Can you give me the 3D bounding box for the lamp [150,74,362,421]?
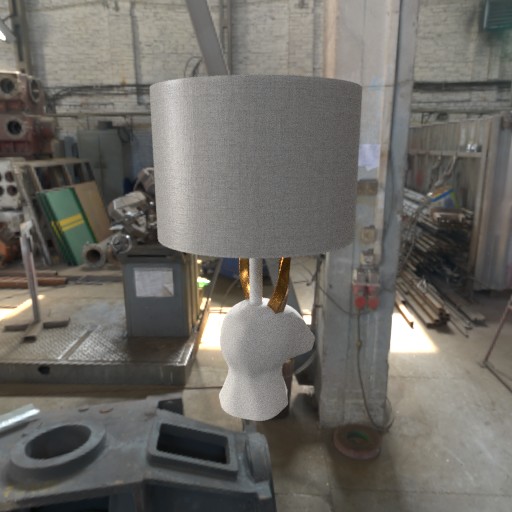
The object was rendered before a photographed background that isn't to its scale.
[{"bbox_3d":[0.000,0.000,0.698,0.298,0.503,0.298,-13,19,-41],"label":"lamp"}]
